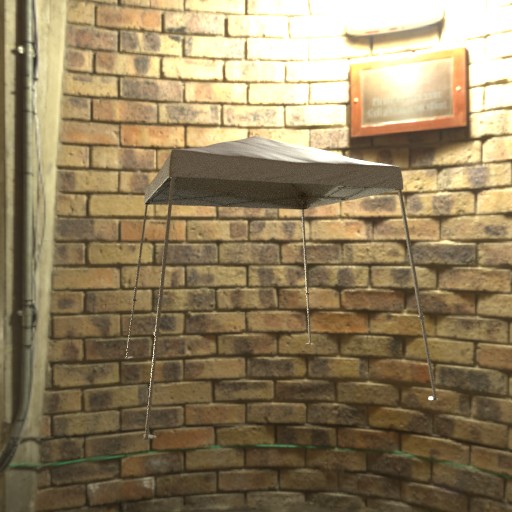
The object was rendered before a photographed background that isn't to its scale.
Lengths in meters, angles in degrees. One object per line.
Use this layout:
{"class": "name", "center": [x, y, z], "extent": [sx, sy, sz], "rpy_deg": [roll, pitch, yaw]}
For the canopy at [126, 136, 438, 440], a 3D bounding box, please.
{"class": "canopy", "center": [0.000, 0.000, 6.673], "extent": [3.599, 3.600, 3.600], "rpy_deg": [0, 1, -19]}
